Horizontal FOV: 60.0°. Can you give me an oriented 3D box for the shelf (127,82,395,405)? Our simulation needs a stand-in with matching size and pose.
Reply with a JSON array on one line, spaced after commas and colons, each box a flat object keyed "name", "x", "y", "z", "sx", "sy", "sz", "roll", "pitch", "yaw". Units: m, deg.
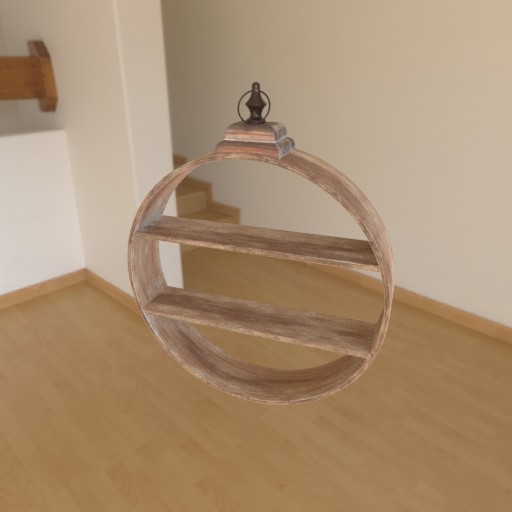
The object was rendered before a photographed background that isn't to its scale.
[{"name": "shelf", "x": 0.000, "y": 0.000, "z": 0.991, "sx": 0.601, "sy": 0.725, "sz": 0.125, "roll": 8, "pitch": 26, "yaw": 18}]
